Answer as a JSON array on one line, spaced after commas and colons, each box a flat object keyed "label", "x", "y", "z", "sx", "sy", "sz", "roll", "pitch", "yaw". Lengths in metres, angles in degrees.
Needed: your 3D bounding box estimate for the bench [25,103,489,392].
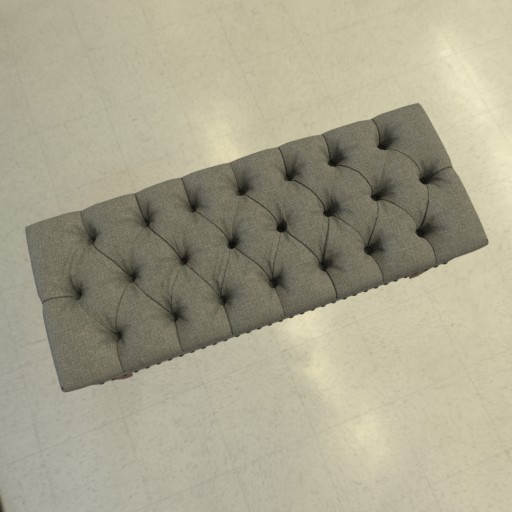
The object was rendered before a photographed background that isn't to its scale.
[{"label": "bench", "x": 0.000, "y": 0.000, "z": 1.260, "sx": 1.052, "sy": 0.470, "sz": 0.417, "roll": -19, "pitch": 76, "yaw": -5}]
